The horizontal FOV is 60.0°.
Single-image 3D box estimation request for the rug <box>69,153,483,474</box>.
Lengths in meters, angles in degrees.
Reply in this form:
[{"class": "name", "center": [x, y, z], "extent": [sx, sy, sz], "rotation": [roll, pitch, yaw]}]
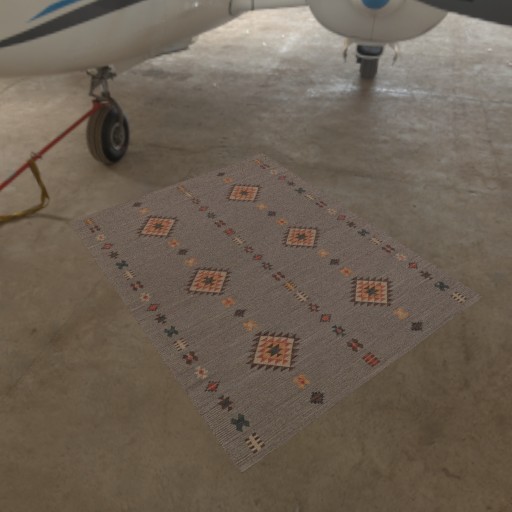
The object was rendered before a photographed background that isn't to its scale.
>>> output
[{"class": "rug", "center": [0.000, 0.000, 4.047], "extent": [2.425, 0.008, 3.035], "rotation": [-26, 47, -26]}]
